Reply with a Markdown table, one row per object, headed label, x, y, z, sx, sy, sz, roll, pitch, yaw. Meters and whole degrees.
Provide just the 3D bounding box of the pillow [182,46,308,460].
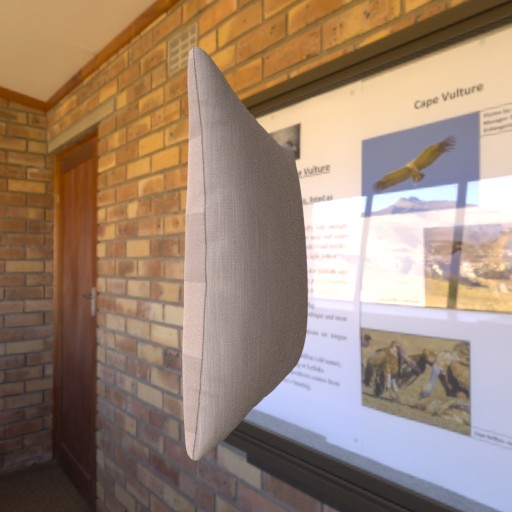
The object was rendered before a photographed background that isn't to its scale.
| label | x | y | z | sx | sy | sz | roll | pitch | yaw |
| --- | --- | --- | --- | --- | --- | --- | --- | --- | --- |
| pillow | 0.000 | 0.000 | 0.782 | 0.161 | 0.509 | 0.511 | 0 | -1 | 17 |
